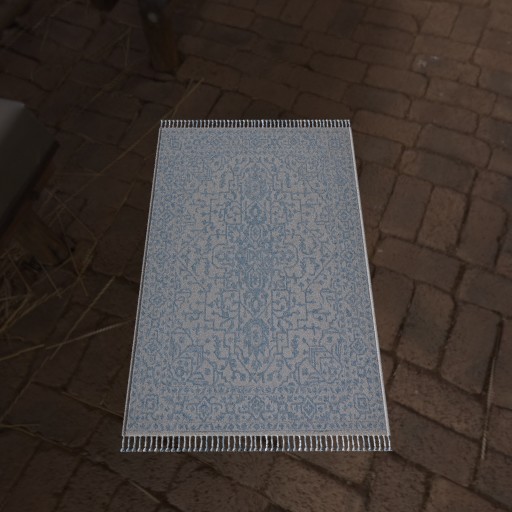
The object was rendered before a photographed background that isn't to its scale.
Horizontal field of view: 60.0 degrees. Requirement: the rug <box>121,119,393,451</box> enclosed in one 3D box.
[{"bbox_3d":[0.000,0.000,3.022,1.524,0.010,2.438,0,64,0],"label":"rug"}]
